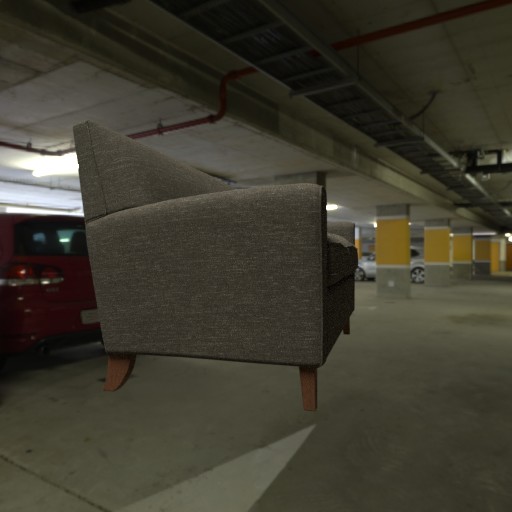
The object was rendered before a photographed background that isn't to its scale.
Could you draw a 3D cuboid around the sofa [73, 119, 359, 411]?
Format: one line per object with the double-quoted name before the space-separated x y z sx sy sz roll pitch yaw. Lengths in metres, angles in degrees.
"sofa" 0.000 0.000 2.042 0.867 0.905 1.509 0 0 16
